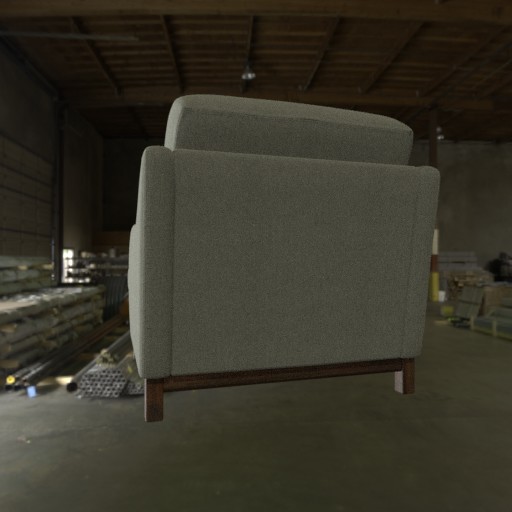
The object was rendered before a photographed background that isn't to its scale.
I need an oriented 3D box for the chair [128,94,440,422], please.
[{"bbox_3d":[0.000,0.000,1.521,0.826,0.821,0.892,0,0,-18],"label":"chair"}]
